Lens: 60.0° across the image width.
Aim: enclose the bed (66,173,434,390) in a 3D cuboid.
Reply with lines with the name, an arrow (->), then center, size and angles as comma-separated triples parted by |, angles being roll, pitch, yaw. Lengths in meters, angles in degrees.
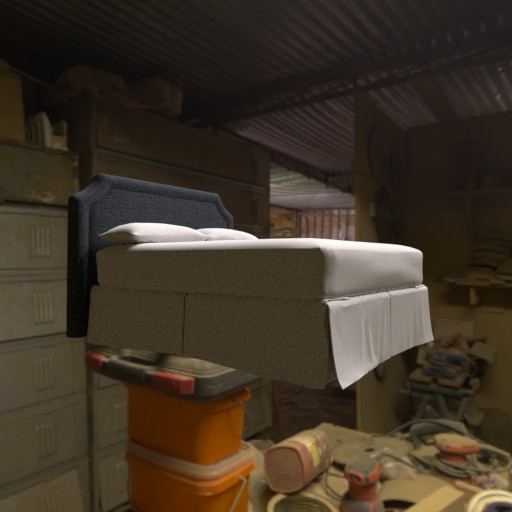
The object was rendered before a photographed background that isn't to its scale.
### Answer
bed -> 0.000, 0.000, 3.374 | 2.208, 1.297, 1.828 | 0, -1, 37
